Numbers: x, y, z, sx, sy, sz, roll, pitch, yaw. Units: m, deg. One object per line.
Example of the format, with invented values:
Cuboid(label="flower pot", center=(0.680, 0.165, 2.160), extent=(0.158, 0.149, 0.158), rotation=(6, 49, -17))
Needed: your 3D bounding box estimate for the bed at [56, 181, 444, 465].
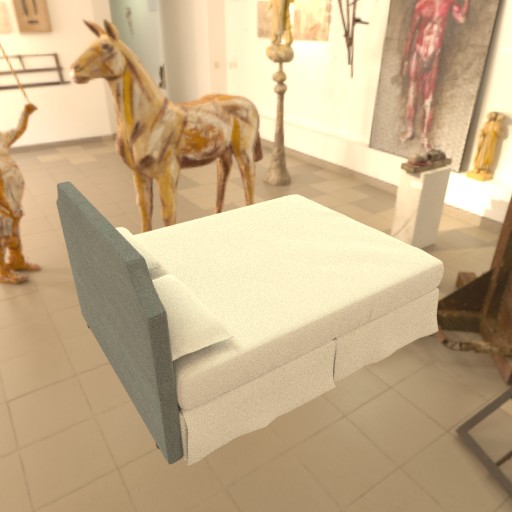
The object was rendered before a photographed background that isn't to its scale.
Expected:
Cuboid(label="bed", center=(0.000, 0.000, 3.546), extent=(2.464, 1.306, 1.977), rotation=(-18, 33, -30))
